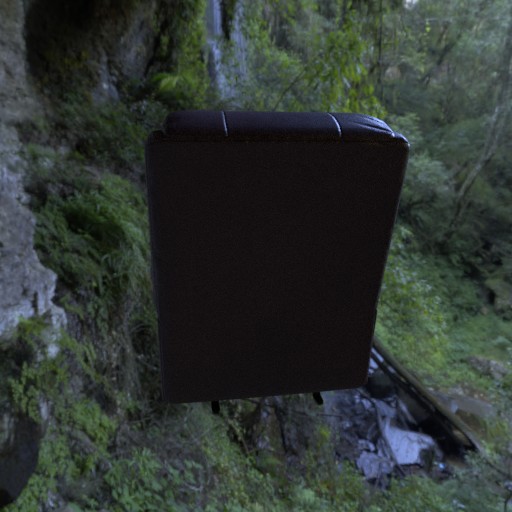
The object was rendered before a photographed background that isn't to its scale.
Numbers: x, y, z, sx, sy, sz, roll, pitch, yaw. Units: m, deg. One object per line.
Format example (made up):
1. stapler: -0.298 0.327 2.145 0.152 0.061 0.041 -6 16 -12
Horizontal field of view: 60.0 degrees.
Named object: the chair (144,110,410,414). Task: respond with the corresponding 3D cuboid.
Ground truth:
1. chair: 0.000 0.000 1.784 0.838 1.054 1.014 -2 13 -9
